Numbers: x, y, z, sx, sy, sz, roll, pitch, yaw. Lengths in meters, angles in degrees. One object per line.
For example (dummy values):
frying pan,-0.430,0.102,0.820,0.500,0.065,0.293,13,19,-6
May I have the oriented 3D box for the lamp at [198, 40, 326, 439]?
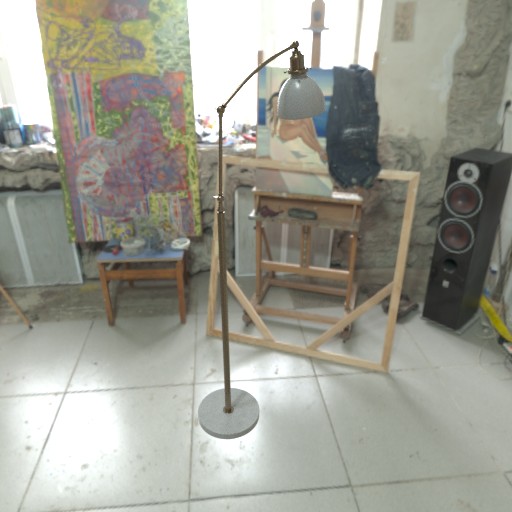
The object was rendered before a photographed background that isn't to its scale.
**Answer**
lamp,0.000,0.000,1.814,0.599,1.586,0.288,-18,32,-31
